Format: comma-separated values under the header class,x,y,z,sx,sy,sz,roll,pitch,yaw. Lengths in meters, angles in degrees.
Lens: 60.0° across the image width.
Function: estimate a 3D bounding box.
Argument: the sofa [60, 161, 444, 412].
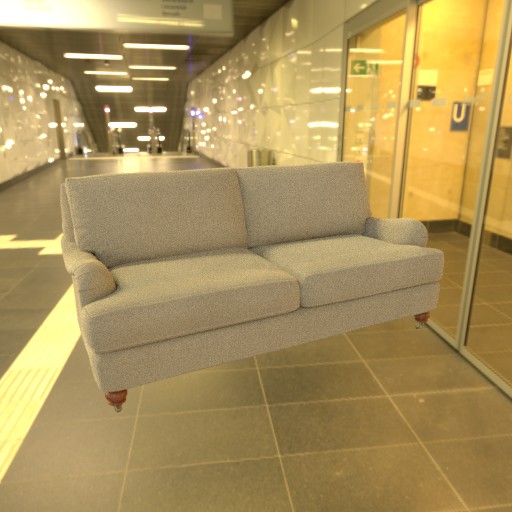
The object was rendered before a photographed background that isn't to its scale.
class,x,y,z,sx,sy,sz,roll,pitch,yaw
sofa,0.000,0.000,2.623,2.070,0.997,1.091,-8,19,-26
